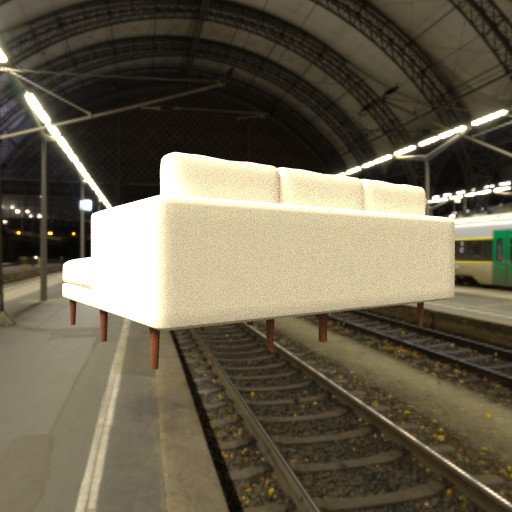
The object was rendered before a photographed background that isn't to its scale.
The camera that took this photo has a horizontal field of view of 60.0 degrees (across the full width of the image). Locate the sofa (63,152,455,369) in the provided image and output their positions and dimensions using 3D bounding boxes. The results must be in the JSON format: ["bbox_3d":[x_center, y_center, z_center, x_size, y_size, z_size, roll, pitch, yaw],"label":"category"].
[{"bbox_3d":[0.000,0.000,2.872,2.029,0.899,1.580,0,1,-36],"label":"sofa"}]
